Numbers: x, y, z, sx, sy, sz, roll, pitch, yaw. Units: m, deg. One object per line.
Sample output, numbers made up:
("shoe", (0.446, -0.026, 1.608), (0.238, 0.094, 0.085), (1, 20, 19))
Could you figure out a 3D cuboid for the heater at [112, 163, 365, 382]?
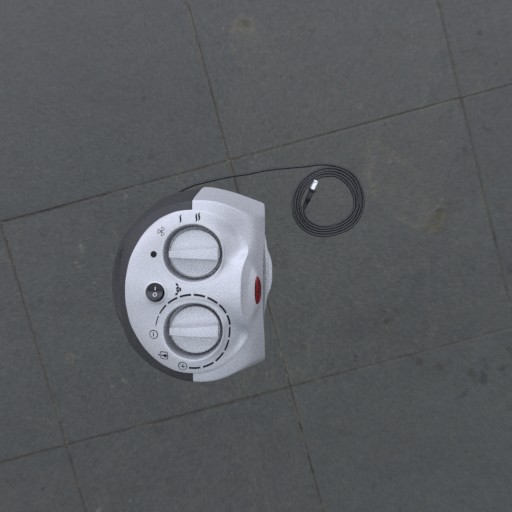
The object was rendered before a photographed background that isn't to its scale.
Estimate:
("heater", (0.000, 0.000, 0.473), (0.291, 0.255, 0.239), (0, 92, 0))
